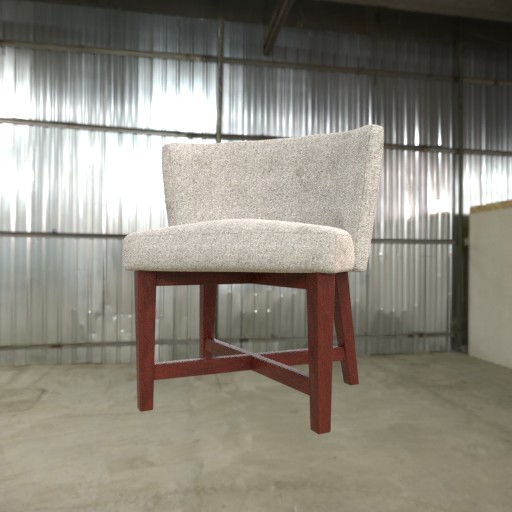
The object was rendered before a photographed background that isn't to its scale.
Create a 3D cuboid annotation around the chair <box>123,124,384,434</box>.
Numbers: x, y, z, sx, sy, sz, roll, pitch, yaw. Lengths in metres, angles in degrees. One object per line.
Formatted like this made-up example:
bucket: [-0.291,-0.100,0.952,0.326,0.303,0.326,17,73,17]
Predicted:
chair: [0.000,0.000,1.325,0.728,0.827,0.575,0,0,18]
